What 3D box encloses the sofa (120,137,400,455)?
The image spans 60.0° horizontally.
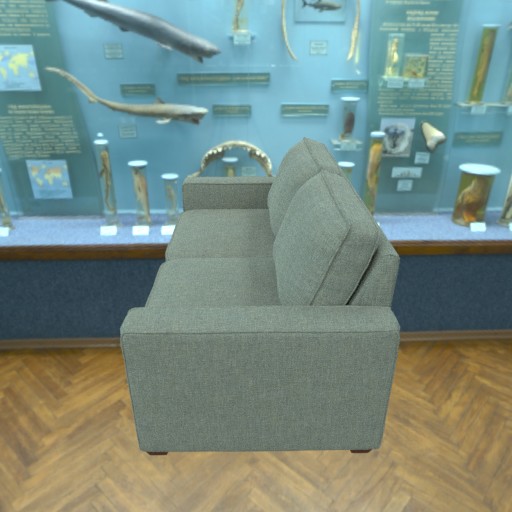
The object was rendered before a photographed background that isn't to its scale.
[{"bbox_3d":[0.000,0.000,2.237,0.945,0.915,1.706,0,27,-1],"label":"sofa"}]
